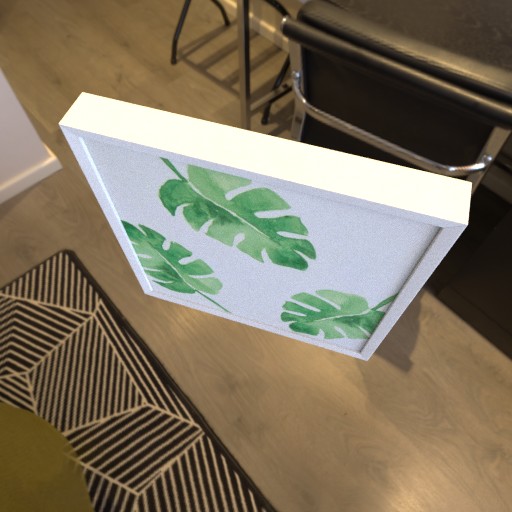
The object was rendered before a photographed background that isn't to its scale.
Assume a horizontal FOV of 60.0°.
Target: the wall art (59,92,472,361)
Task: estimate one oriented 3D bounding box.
[{"bbox_3d":[0.000,0.000,0.456,0.305,0.305,0.038,15,61,9],"label":"wall art"}]
